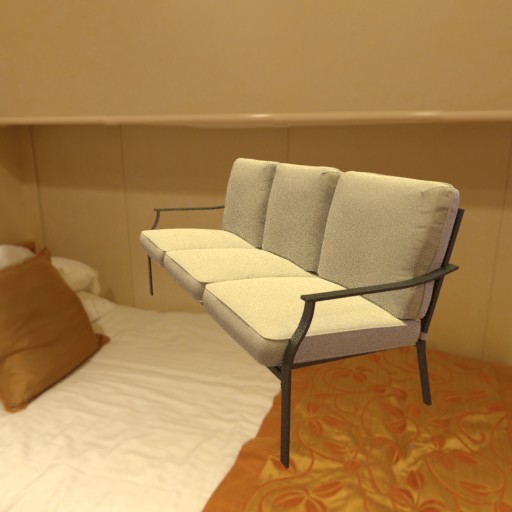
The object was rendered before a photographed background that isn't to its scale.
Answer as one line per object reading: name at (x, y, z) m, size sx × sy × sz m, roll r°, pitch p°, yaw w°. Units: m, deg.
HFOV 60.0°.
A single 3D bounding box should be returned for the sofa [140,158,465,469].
sofa at (0.000, 0.000, 2.156) m, size 0.787 × 0.860 × 1.740 m, roll -8°, pitch 17°, yaw -26°
